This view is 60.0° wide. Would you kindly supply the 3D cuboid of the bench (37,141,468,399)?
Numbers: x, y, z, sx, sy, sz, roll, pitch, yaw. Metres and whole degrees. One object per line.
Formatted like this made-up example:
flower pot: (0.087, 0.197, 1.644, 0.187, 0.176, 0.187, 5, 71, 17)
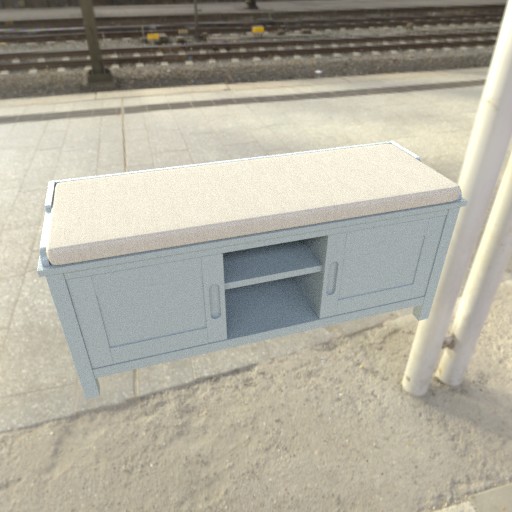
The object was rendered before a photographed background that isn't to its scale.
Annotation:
bench: (0.000, 0.000, 1.393, 1.140, 0.501, 0.398, -10, 35, -14)
